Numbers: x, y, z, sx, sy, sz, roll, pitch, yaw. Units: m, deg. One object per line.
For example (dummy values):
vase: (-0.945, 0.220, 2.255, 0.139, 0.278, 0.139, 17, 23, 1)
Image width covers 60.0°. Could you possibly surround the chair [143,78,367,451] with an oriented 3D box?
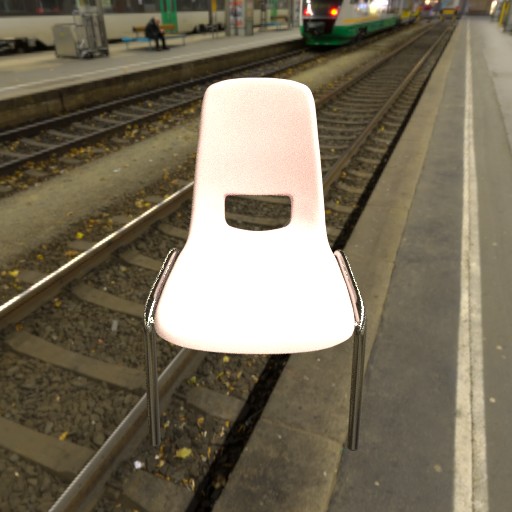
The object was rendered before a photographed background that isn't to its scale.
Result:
chair: (0.000, 0.000, 0.779, 0.354, 0.537, 0.385, 1, 30, 1)
